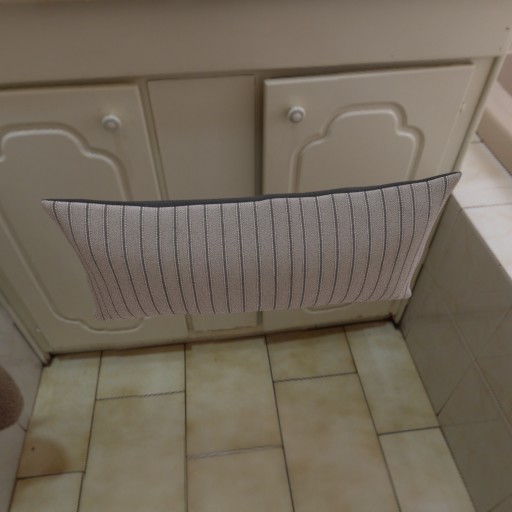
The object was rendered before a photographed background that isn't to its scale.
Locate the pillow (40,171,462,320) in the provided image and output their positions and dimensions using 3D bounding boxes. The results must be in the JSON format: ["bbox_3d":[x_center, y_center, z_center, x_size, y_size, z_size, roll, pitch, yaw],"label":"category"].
[{"bbox_3d":[0.000,0.000,0.742,0.609,0.305,0.151,-3,46,-3],"label":"pillow"}]
